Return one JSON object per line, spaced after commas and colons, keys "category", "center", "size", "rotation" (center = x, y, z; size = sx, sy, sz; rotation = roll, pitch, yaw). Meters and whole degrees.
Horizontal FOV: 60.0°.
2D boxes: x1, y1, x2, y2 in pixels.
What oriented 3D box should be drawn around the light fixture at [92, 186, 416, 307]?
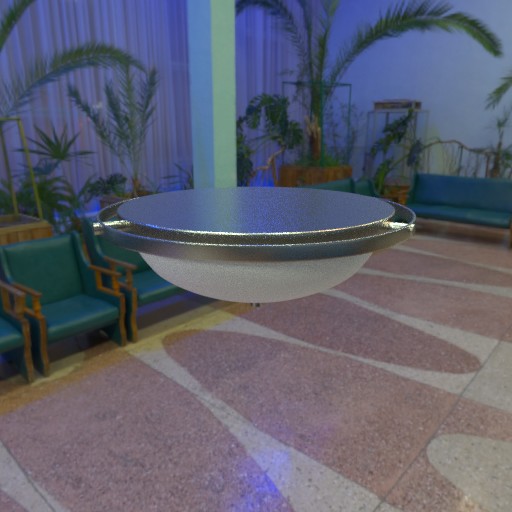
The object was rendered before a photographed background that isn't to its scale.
{"category": "light fixture", "center": [0.000, 0.000, 0.545], "size": [0.361, 0.130, 0.361], "rotation": [0, 16, 0]}
